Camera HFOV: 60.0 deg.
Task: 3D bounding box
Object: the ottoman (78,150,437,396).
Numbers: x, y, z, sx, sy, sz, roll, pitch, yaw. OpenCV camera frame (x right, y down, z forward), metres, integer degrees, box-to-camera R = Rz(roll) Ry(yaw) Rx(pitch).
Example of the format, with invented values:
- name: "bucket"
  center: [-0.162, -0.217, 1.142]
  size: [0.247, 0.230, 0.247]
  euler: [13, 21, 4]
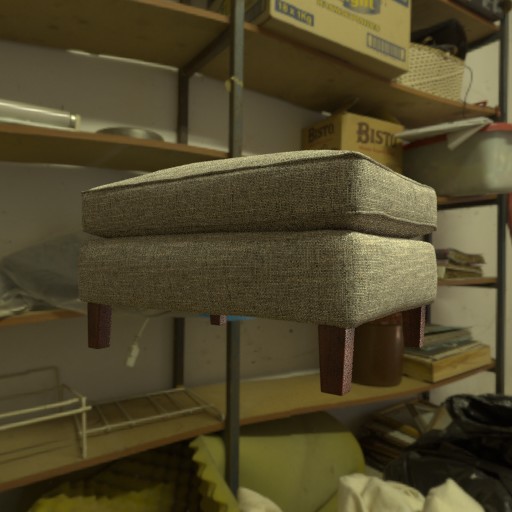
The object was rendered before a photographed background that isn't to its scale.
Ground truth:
- name: "ottoman"
  center: [0.000, 0.000, 0.994]
  size: [0.686, 0.406, 0.508]
  euler: [0, 0, 35]
